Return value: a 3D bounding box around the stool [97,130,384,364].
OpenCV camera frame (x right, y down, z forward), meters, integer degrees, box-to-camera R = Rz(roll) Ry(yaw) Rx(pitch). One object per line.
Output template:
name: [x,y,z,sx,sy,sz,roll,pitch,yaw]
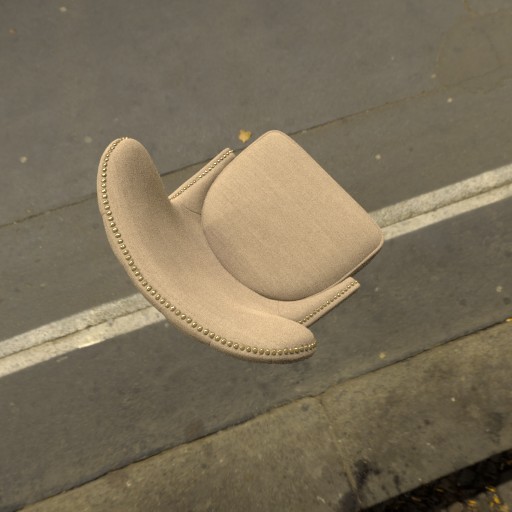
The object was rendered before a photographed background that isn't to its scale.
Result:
stool: [0.000,0.000,1.344,0.597,0.972,0.615,-40,78,-10]
